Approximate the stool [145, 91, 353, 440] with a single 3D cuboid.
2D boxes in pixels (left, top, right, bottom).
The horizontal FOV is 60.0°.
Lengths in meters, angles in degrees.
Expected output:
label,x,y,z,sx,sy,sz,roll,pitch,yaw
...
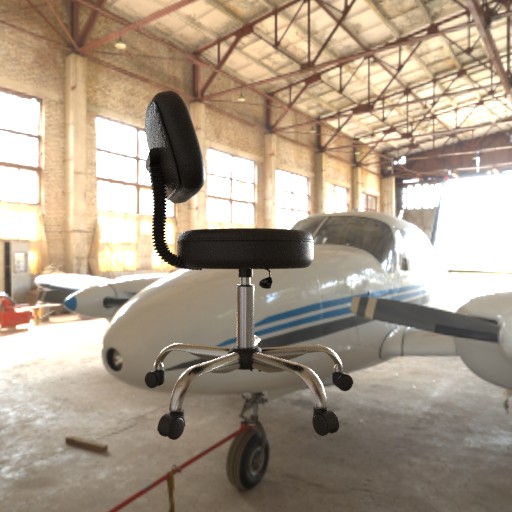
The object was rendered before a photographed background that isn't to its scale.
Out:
label,x,y,z,sx,sy,sz,roll,pitch,yaw
stool,0.000,0.000,1.341,0.648,0.862,0.673,0,0,-17
